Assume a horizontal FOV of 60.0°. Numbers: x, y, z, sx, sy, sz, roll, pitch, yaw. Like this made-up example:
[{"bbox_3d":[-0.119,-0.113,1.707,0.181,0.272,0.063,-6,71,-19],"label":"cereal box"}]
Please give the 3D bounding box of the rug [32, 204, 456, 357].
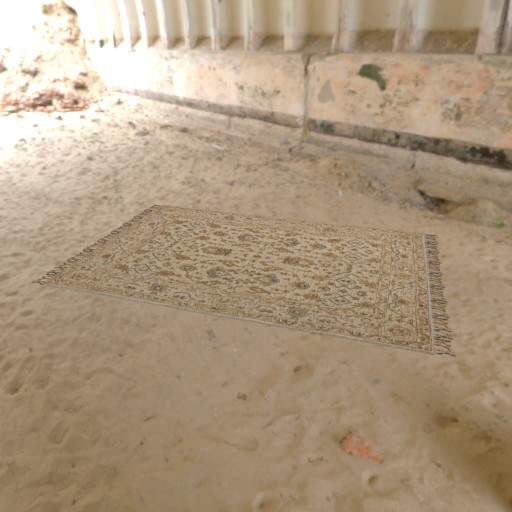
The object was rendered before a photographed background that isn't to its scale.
[{"bbox_3d":[0.000,0.000,3.056,2.434,0.027,1.529,8,27,15],"label":"rug"}]
